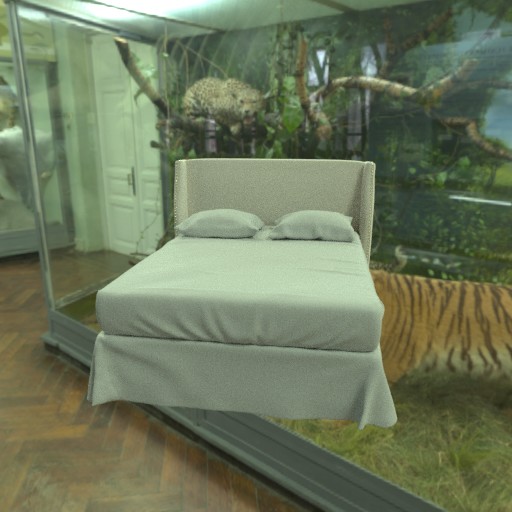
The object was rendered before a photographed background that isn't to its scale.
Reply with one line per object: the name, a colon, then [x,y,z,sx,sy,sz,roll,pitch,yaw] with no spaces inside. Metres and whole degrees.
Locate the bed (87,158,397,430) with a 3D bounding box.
bed: [0.000,0.000,3.415,1.925,1.332,2.276,2,16,8]
